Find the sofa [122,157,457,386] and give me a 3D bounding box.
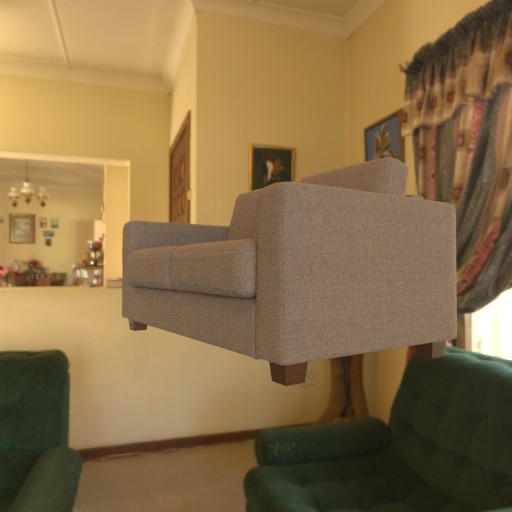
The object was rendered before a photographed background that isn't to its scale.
[{"bbox_3d":[0.000,0.000,2.098,0.900,0.800,1.520,1,-2,-34],"label":"sofa"}]
